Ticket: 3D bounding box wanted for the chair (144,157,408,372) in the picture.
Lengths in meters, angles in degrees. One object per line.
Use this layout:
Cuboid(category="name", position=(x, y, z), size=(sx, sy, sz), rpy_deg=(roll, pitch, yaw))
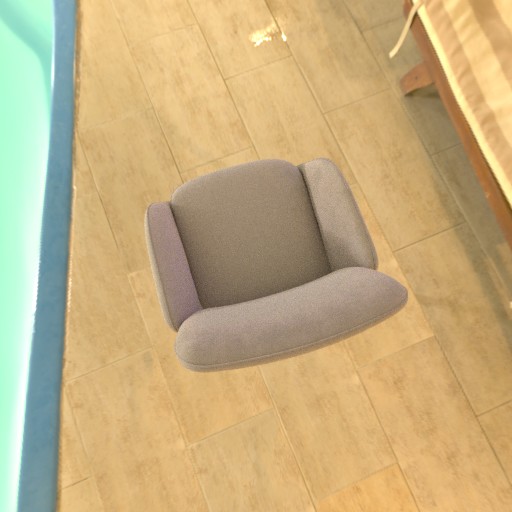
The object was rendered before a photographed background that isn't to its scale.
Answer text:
Cuboid(category="chair", position=(0.000, 0.000, 1.378), size=(0.648, 0.959, 0.654), rpy_deg=(-16, 76, -4))
